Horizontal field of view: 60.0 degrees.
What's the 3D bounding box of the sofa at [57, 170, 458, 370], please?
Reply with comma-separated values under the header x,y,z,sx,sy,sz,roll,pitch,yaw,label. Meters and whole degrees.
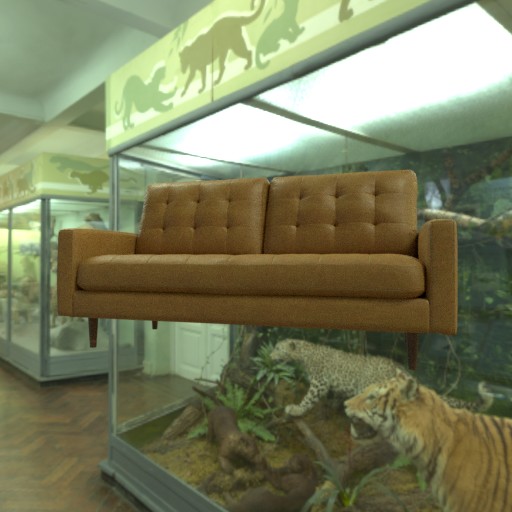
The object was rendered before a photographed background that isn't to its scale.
x,y,z,sx,sy,sz,roll,pitch,yaw,label
0.000,0.000,2.269,1.821,0.898,0.850,0,0,17,sofa
